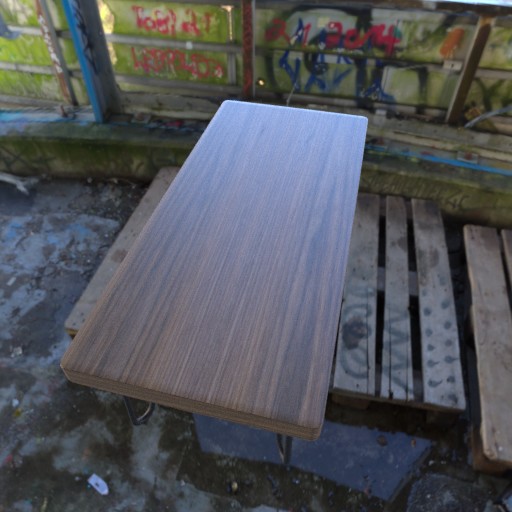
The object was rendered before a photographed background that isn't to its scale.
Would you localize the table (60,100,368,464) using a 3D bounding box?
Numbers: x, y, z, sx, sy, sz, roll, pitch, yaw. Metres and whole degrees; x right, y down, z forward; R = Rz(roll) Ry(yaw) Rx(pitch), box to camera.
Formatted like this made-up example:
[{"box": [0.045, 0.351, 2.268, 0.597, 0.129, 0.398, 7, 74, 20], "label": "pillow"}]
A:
[{"box": [0.000, 0.000, 1.627, 0.637, 0.468, 1.375, 10, 47, 10], "label": "table"}]
